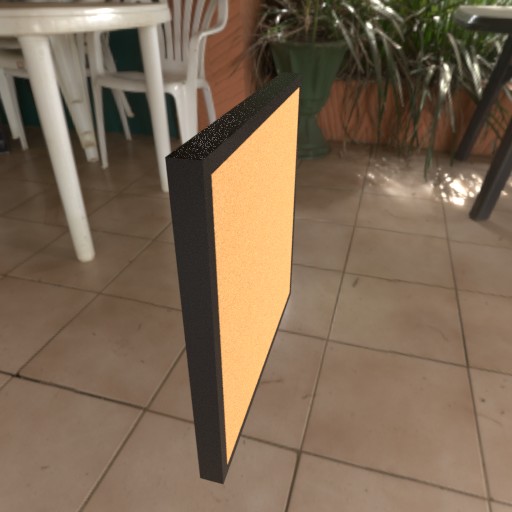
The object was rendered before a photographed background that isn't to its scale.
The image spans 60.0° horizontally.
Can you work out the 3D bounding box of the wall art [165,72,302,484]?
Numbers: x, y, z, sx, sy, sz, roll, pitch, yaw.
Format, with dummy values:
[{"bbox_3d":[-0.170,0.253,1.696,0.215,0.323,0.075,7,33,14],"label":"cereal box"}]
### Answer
[{"bbox_3d":[0.000,0.000,0.752,0.038,0.506,0.506,8,32,13],"label":"wall art"}]
